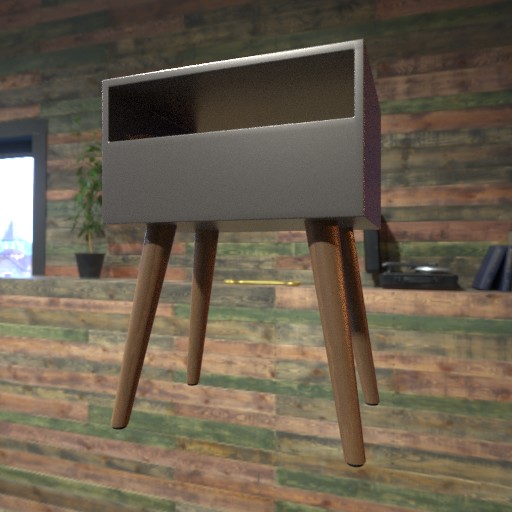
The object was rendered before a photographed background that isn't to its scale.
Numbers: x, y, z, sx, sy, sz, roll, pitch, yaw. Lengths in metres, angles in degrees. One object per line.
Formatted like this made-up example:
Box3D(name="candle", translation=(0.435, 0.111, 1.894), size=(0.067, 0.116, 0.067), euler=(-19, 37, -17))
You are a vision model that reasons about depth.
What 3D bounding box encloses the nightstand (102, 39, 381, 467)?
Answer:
Box3D(name="nightstand", translation=(0.000, 0.000, 0.714), size=(0.370, 0.508, 0.288), euler=(0, 0, 20))
